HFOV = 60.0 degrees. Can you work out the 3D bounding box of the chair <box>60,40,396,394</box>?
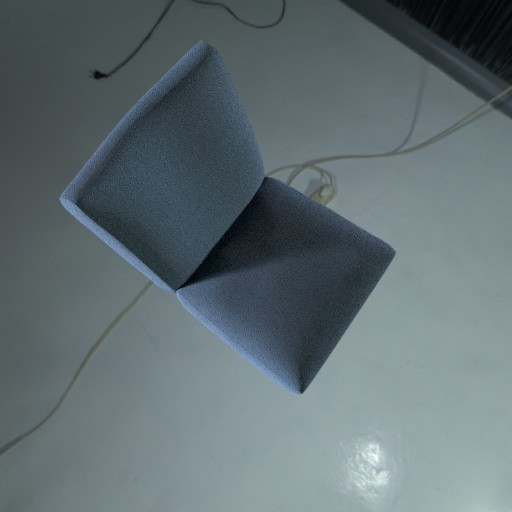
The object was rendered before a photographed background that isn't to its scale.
[{"bbox_3d":[0.000,0.000,1.229,0.629,0.882,0.487,35,78,9],"label":"chair"}]
